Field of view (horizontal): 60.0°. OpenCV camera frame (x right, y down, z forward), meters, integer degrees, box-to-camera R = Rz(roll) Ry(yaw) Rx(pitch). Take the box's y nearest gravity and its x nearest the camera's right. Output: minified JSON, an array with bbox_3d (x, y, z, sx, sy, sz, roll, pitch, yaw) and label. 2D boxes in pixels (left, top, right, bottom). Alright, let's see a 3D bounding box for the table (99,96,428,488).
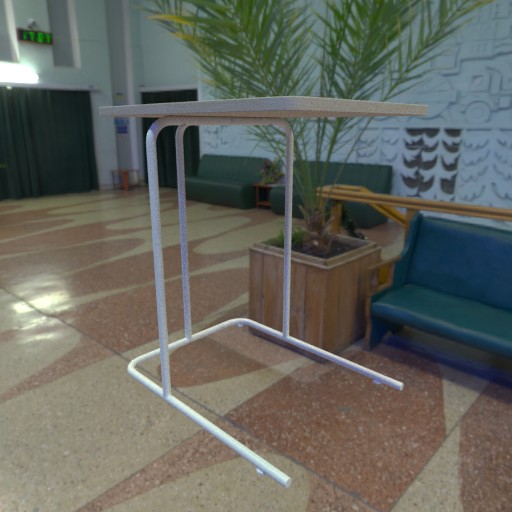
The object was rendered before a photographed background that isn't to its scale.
[{"bbox_3d":[0.000,0.000,0.861,0.480,0.550,0.370,15,22,42],"label":"table"}]
